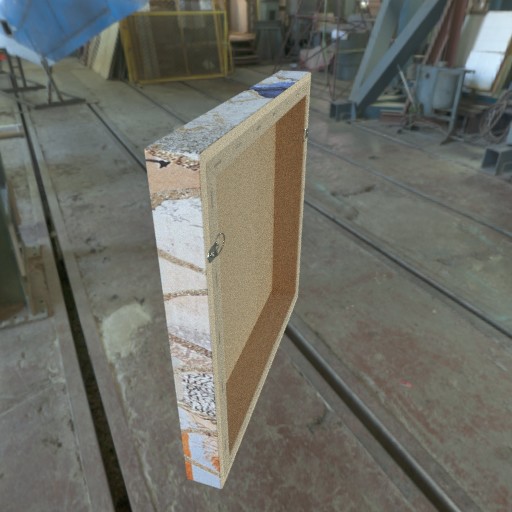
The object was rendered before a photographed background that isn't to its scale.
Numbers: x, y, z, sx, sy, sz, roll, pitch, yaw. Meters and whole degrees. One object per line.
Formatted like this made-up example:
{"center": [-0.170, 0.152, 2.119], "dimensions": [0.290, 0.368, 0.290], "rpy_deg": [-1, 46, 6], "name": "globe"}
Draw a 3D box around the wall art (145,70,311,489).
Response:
{"center": [0.000, 0.000, 0.442], "dimensions": [0.036, 0.304, 0.303], "rpy_deg": [9, 32, 15], "name": "wall art"}
